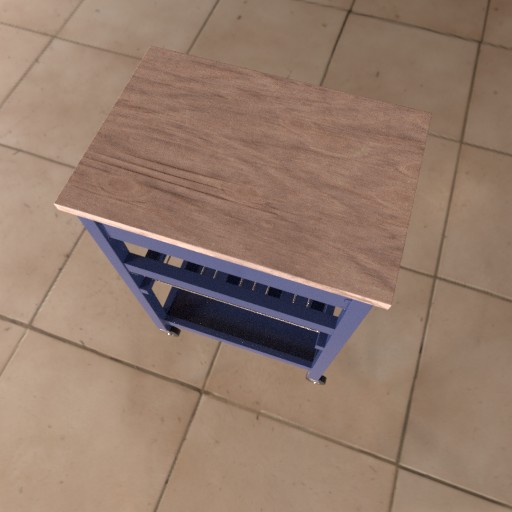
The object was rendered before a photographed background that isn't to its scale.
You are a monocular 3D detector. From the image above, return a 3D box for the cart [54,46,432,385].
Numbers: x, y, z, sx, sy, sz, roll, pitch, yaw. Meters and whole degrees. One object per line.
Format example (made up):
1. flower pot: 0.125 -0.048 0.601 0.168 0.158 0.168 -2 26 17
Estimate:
1. cart: 0.000 0.000 1.166 0.584 0.839 0.403 17 66 8
